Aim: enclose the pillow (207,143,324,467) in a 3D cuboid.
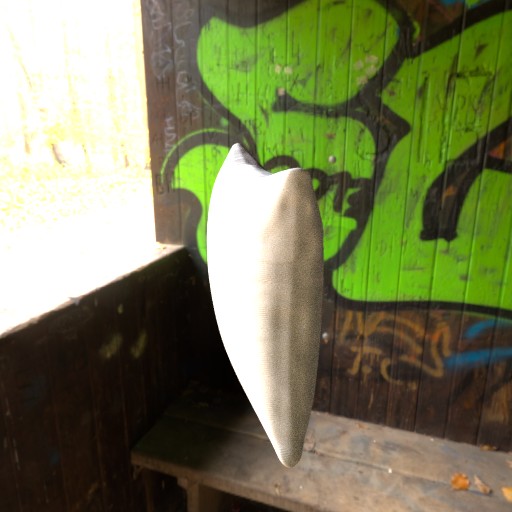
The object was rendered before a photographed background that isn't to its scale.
[{"bbox_3d":[0.000,0.000,0.645,0.139,0.305,0.506,-2,16,-8],"label":"pillow"}]
